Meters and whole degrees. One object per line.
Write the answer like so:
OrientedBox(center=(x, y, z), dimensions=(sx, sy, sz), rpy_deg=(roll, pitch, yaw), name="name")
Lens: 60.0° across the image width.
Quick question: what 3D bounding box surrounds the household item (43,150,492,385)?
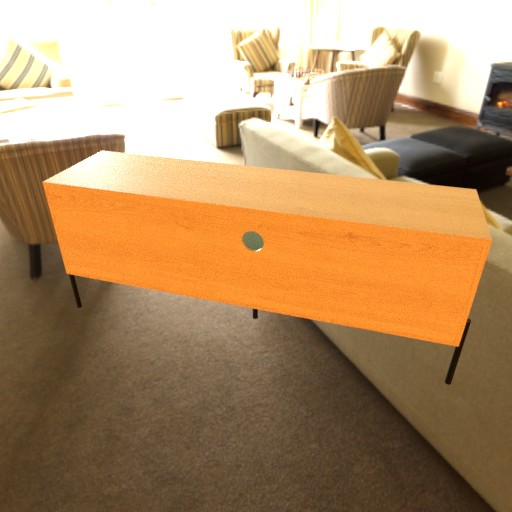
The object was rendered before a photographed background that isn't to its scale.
OrientedBox(center=(0.000, 0.000, 1.749), dimensions=(1.550, 0.600, 0.400), rpy_deg=(9, 32, 14), name="household item")
